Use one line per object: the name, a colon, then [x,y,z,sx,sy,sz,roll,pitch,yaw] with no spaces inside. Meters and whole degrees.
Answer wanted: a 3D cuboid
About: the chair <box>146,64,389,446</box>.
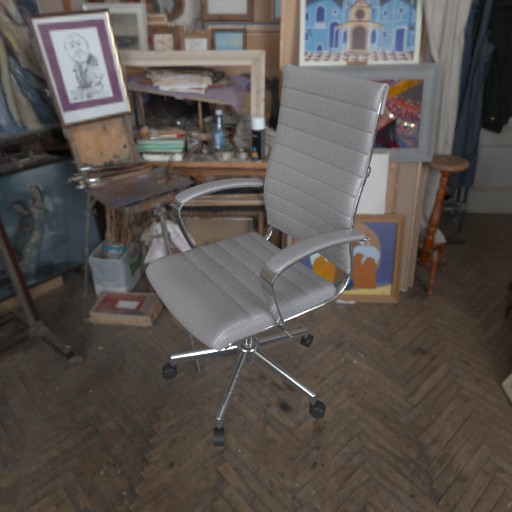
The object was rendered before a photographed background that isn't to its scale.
chair: [0.000,0.000,1.553,0.667,1.149,0.679,-20,37,-30]
